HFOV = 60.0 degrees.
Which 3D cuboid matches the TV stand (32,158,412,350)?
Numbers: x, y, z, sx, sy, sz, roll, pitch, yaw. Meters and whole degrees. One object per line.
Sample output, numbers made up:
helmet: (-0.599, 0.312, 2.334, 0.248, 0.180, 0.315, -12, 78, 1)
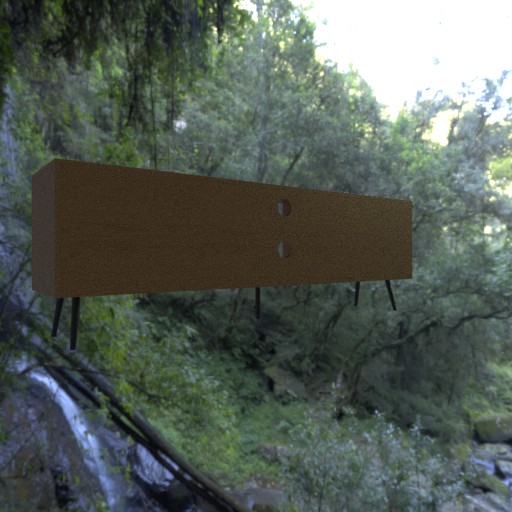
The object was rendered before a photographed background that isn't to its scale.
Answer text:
TV stand: (0.000, 0.000, 1.985, 1.760, 0.580, 0.400, 0, 0, -36)
